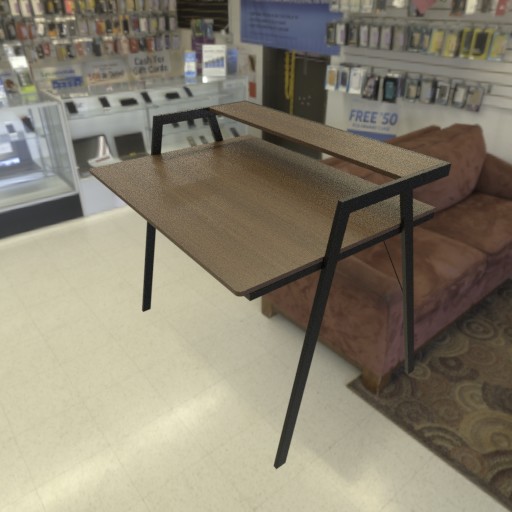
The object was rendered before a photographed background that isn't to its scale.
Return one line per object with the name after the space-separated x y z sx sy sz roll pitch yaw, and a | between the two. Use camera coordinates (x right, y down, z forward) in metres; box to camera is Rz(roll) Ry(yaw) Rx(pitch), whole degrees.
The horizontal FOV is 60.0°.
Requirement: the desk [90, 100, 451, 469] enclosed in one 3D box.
0.000 0.000 1.900 0.936 0.998 1.143 -21 37 -31 | desk
